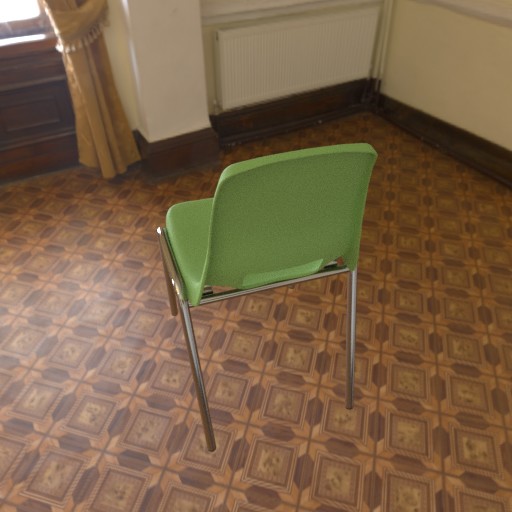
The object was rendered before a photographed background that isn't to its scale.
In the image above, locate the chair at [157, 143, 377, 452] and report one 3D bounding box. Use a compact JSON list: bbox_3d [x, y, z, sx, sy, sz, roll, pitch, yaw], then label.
[{"bbox_3d":[0.000,0.000,0.939,0.381,0.704,0.436,-12,43,-13],"label":"chair"}]
